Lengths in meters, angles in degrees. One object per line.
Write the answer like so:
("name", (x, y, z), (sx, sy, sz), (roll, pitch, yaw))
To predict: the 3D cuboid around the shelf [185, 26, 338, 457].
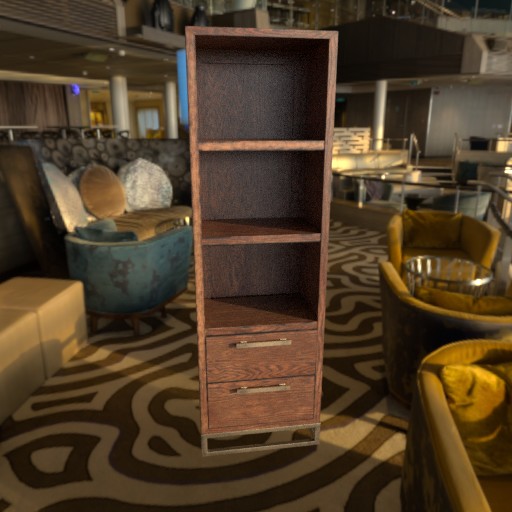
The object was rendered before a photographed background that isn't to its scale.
("shelf", (0.000, 0.000, 1.934), (0.539, 1.732, 0.395), (-2, 16, -8))
